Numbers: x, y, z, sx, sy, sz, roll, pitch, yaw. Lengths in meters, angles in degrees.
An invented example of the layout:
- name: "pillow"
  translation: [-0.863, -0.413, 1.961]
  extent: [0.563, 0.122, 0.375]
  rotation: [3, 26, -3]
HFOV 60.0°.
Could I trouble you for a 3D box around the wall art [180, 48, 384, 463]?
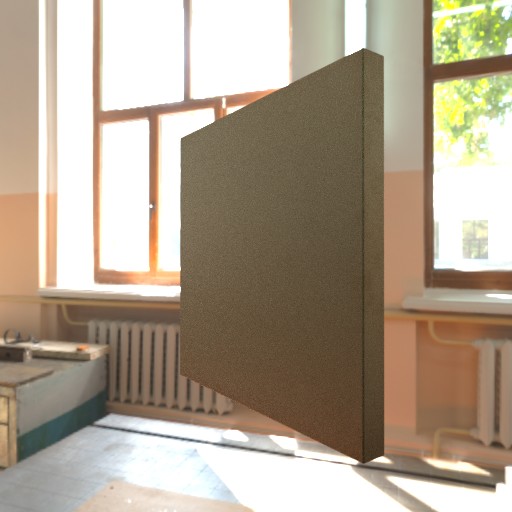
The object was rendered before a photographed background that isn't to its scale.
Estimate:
- name: "wall art"
  translation: [0.000, 0.000, 0.754]
  extent: [0.040, 0.506, 0.503]
  rotation: [0, 0, -36]
